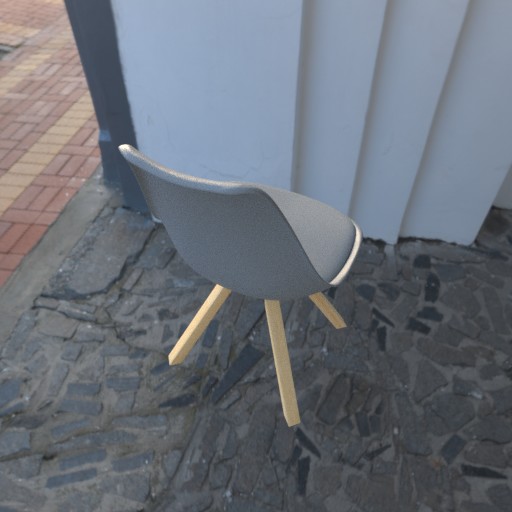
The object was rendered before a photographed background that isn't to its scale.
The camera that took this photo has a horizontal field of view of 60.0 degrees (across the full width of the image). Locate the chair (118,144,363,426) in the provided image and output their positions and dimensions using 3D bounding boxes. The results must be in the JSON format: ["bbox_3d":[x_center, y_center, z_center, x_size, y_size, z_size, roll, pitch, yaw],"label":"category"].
[{"bbox_3d":[0.000,0.000,1.144,0.485,0.850,0.549,21,49,19],"label":"chair"}]
